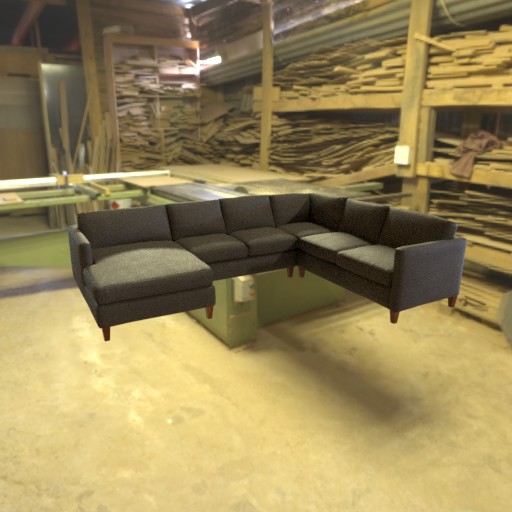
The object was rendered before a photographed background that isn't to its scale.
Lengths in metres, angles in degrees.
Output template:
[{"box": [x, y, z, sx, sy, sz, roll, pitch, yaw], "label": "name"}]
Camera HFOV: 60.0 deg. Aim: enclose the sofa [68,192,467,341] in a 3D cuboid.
[{"box": [0.000, 0.000, 4.759, 3.460, 0.961, 2.594, -9, 18, -28], "label": "sofa"}]
